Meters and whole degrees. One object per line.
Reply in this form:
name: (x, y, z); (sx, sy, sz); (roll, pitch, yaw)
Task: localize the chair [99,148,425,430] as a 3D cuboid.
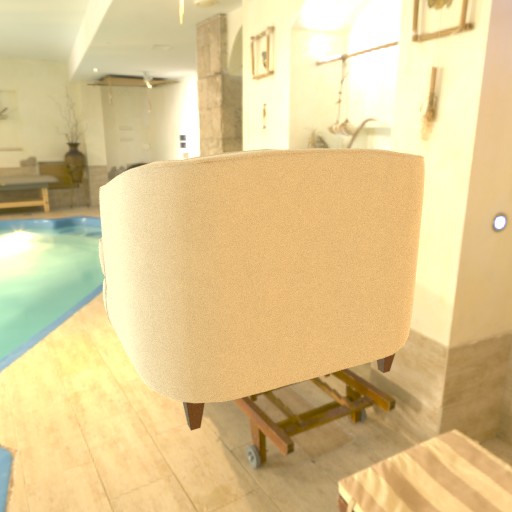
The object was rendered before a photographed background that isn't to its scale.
chair: (0.000, 0.000, 1.767); (1.104, 0.852, 0.941); (-7, 17, -26)
